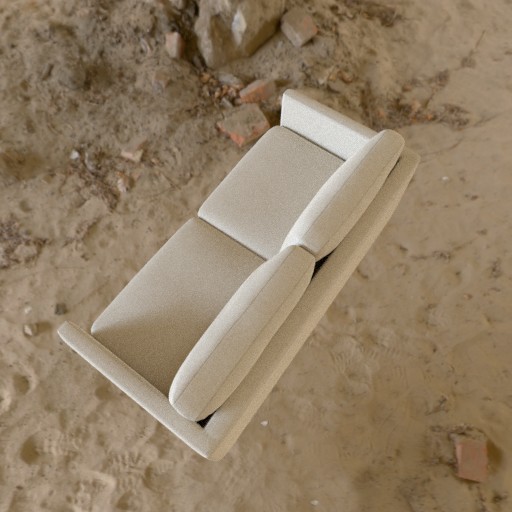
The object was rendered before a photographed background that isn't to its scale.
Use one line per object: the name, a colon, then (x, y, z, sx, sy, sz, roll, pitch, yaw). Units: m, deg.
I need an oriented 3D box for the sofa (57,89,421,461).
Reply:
sofa: (0.000, 0.000, 2.538, 0.965, 0.889, 1.981, 33, 68, 15)
